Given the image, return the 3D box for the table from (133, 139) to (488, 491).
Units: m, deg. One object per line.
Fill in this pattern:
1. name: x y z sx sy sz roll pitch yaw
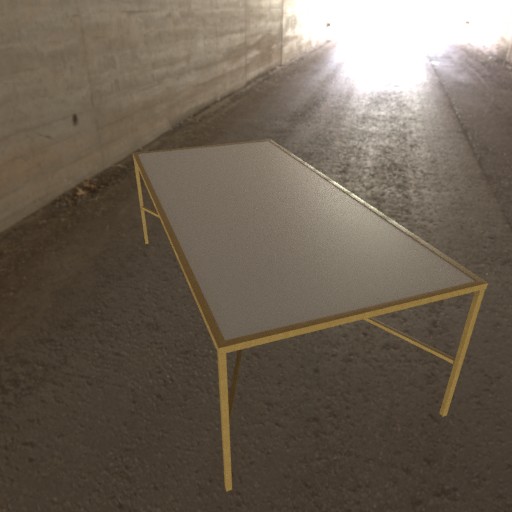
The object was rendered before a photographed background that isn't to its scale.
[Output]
1. table: 0.000 0.000 1.422 0.580 0.398 1.206 -10 31 -18
